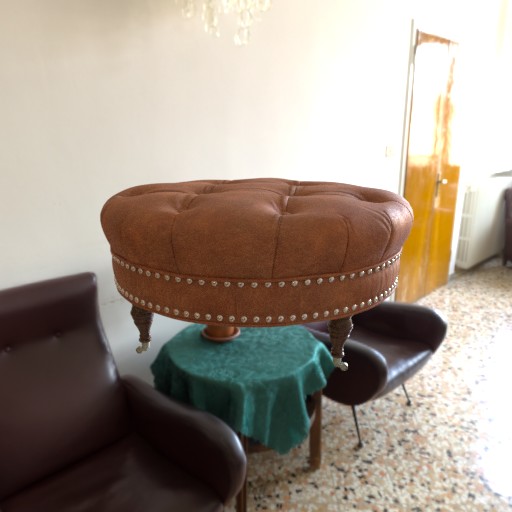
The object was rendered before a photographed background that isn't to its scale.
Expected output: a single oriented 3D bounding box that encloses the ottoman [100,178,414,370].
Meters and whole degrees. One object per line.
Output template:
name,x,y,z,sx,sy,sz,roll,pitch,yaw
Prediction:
ottoman,0.000,0.000,1.377,0.901,0.444,0.901,0,15,0
